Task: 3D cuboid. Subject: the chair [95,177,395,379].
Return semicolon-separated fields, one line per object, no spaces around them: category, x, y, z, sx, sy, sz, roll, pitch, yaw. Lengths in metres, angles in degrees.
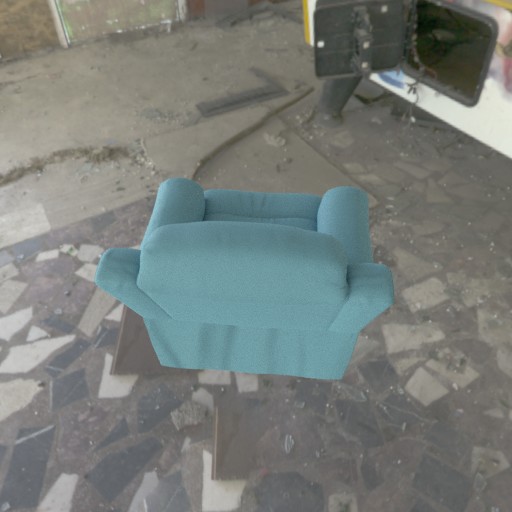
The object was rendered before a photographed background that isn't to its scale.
chair;0.000;0.000;1.285;0.680;0.702;0.709;4;47;3
